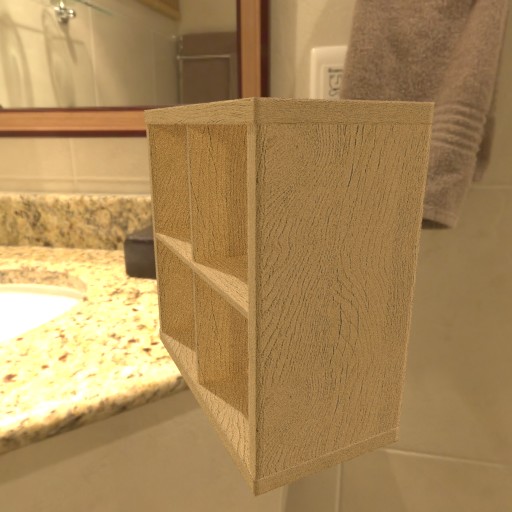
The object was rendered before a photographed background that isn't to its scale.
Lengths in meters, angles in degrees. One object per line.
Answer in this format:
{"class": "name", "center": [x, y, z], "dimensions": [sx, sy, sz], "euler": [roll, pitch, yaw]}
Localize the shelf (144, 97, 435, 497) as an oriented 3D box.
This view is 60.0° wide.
{"class": "shelf", "center": [0.000, 0.000, 1.234], "dimensions": [0.390, 0.786, 0.790], "euler": [-8, 18, -25]}
